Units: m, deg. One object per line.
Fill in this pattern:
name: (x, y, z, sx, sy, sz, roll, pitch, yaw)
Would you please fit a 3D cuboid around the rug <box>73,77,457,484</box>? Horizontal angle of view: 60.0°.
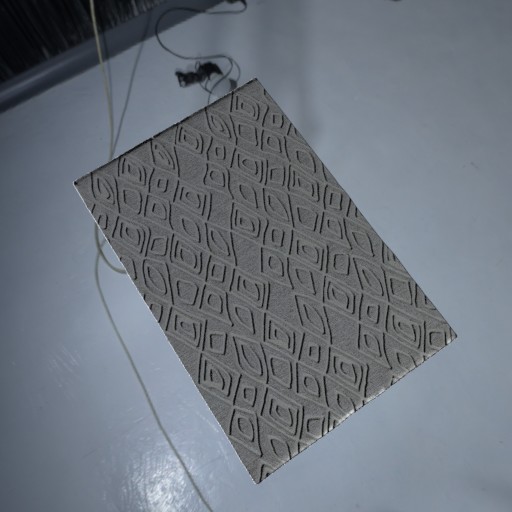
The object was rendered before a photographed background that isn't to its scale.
rug: (0.000, 0.000, 2.335, 1.224, 0.016, 1.832, -33, 77, -9)
